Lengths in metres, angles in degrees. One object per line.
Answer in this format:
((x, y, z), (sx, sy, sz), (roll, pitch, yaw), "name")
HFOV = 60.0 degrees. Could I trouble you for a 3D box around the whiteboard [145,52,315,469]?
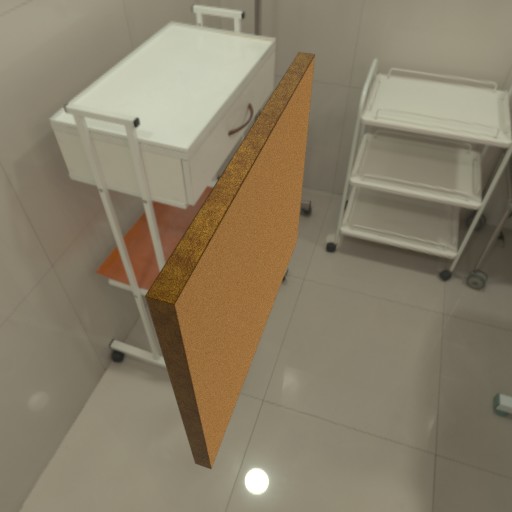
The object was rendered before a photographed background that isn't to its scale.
((0.000, 0.000, 0.752), (0.029, 0.457, 0.561), (14, 49, 12), "whiteboard")
